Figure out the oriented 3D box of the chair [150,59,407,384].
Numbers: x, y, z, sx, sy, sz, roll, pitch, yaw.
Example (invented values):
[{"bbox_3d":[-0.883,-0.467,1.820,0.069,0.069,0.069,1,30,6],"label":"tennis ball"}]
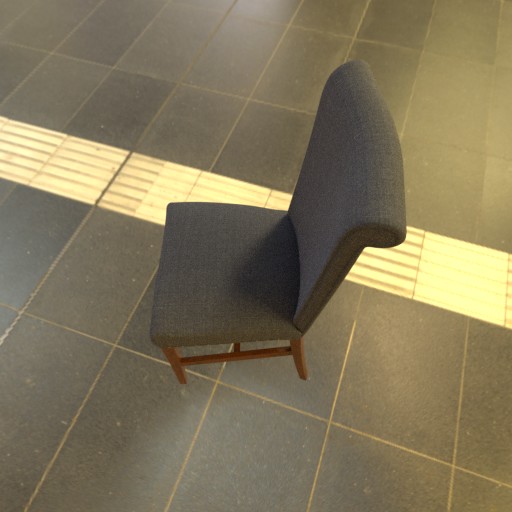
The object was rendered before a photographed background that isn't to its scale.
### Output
[{"bbox_3d":[0.000,0.000,1.340,0.608,0.988,0.513,0,58,0],"label":"chair"}]
